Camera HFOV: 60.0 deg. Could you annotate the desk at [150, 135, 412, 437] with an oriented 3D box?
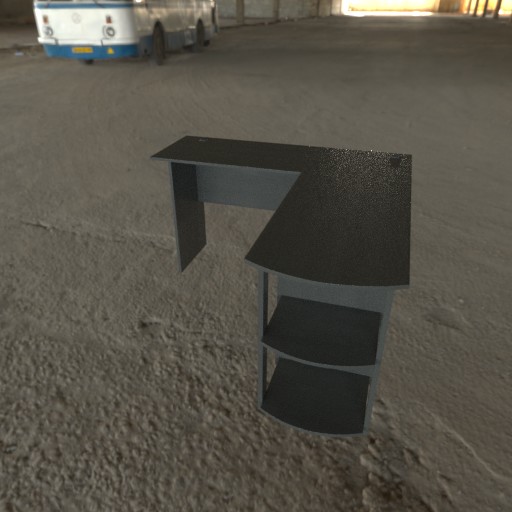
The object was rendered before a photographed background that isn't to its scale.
[{"bbox_3d":[0.000,0.000,2.122,1.303,0.716,1.361,9,31,15],"label":"desk"}]
